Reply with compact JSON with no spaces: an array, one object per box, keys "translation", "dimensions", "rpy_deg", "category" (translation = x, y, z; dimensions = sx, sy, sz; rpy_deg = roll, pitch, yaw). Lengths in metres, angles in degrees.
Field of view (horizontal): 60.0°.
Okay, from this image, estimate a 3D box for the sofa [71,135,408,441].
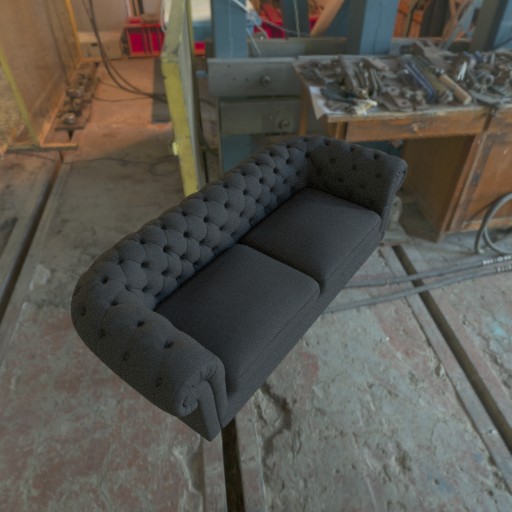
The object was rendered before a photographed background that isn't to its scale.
[{"translation":[0.000,0.000,2.826],"dimensions":[0.991,0.762,2.362],"rpy_deg":[26,48,27],"category":"sofa"}]
